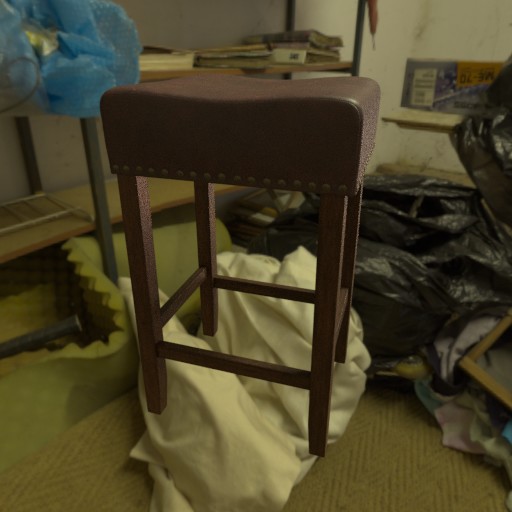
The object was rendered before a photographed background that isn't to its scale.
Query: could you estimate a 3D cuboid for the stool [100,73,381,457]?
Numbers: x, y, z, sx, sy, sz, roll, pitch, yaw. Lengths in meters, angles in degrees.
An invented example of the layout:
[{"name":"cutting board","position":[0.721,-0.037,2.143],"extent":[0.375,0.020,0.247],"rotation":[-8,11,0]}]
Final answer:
[{"name":"stool","position":[0.000,0.000,1.041],"extent":[0.465,0.769,0.401],"rotation":[8,27,16]}]
